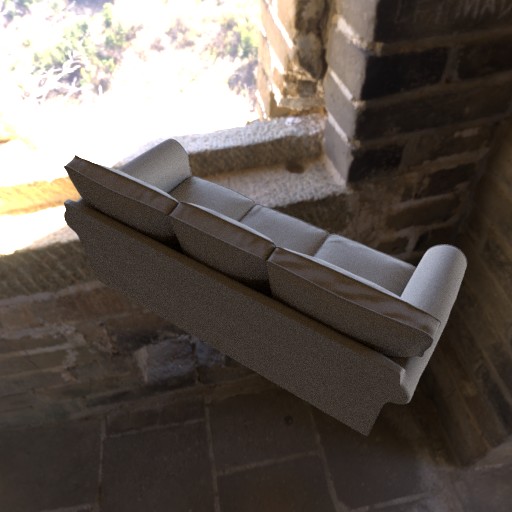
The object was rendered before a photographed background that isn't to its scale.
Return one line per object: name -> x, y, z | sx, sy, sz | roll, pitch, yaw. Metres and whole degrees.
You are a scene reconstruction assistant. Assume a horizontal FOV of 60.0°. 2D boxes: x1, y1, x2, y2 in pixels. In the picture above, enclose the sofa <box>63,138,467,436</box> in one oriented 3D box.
sofa -> 0.000, 0.000, 2.536 | 2.084, 0.961, 0.916 | 25, 52, 22
